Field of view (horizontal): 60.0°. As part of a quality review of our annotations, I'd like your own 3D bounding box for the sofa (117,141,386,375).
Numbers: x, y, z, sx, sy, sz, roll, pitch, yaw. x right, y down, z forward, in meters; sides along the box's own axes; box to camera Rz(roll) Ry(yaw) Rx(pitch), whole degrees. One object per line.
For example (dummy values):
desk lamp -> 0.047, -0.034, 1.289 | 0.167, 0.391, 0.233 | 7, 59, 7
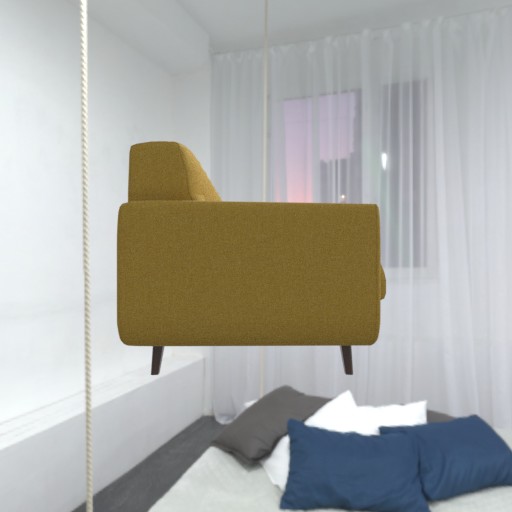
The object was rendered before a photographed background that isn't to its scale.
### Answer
sofa -> 0.000, 0.000, 2.434 | 0.909, 0.841, 2.029 | 0, 0, 0
